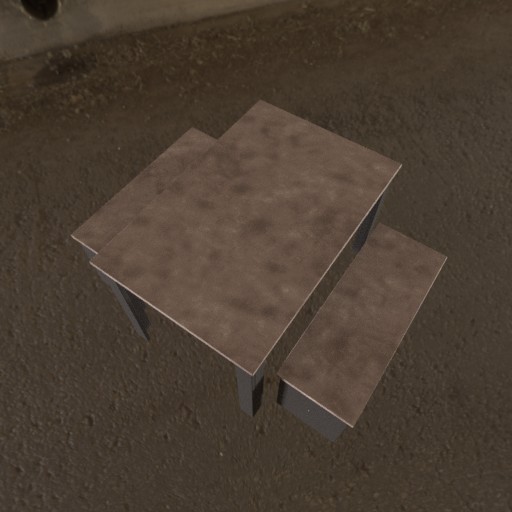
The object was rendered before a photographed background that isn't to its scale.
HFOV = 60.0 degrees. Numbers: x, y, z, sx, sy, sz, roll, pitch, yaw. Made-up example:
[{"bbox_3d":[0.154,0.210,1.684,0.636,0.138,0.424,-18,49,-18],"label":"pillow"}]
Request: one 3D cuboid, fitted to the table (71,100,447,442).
[{"bbox_3d":[0.000,0.000,2.045,1.443,0.700,1.100,31,63,18],"label":"table"}]
